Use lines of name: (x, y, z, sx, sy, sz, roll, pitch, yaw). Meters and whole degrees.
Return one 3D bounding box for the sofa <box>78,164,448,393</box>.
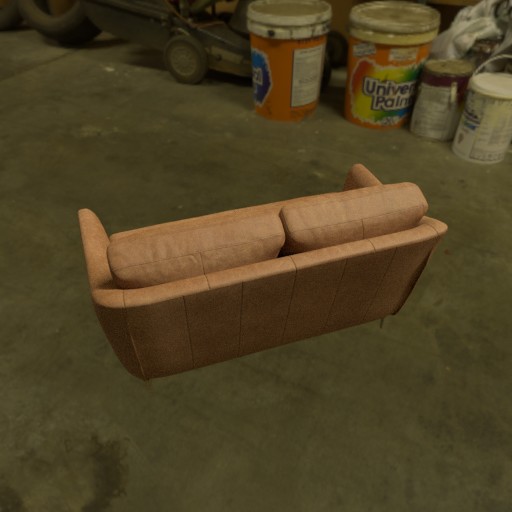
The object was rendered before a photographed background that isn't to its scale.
sofa: (0.000, 0.000, 2.216, 1.619, 0.902, 0.960, -12, 43, -14)
